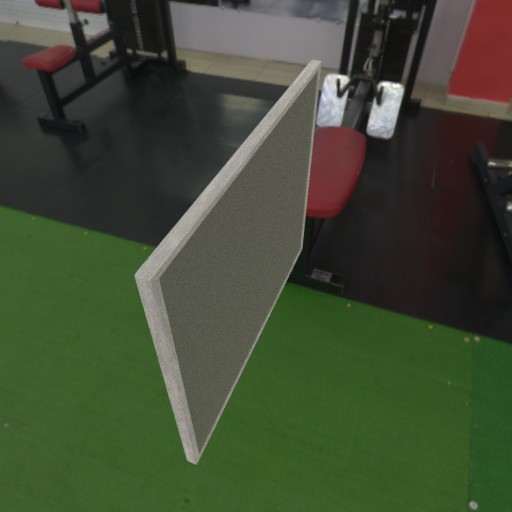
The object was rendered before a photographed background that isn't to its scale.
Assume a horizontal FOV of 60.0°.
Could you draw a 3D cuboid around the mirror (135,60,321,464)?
[{"bbox_3d":[0.000,0.000,1.138,0.028,0.689,0.839,16,47,16],"label":"mirror"}]
